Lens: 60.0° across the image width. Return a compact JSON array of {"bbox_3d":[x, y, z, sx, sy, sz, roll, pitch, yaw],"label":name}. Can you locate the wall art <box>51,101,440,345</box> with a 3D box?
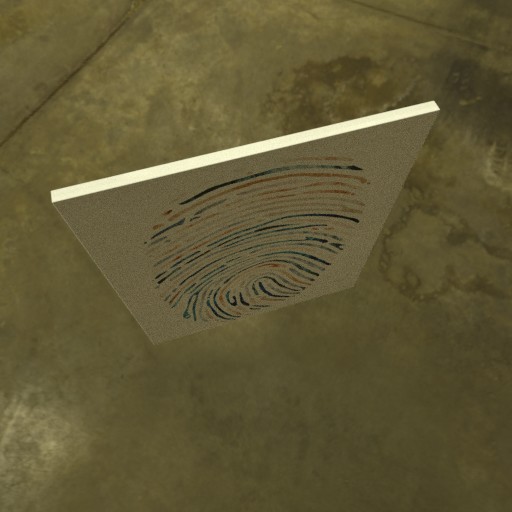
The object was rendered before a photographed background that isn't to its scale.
[{"bbox_3d":[0.000,0.000,0.987,0.609,0.710,0.021,-15,64,-8],"label":"wall art"}]
